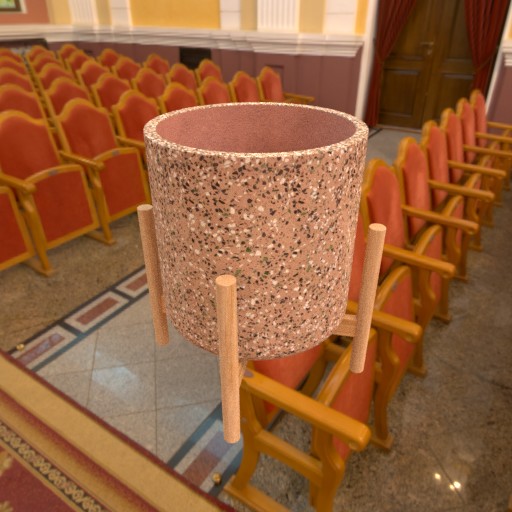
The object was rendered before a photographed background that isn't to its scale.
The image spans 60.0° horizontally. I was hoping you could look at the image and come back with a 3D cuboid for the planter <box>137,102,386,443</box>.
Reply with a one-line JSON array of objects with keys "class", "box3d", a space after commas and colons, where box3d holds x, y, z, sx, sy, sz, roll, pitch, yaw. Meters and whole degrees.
[{"class": "planter", "box3d": [0.000, 0.000, 0.714, 0.360, 0.419, 0.360, 18, 35, 29]}]
